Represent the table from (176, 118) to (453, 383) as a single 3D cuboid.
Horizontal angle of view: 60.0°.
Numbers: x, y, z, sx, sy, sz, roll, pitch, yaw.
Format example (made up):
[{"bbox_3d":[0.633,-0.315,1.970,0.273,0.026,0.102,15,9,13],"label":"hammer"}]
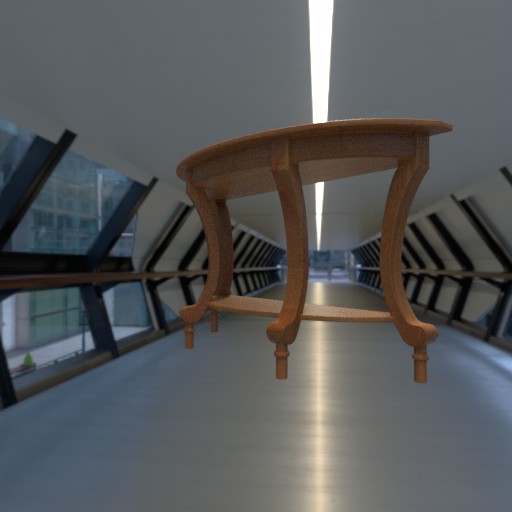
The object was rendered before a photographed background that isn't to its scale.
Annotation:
[{"bbox_3d":[0.000,0.000,1.528,0.394,0.692,1.198,0,-1,-38],"label":"table"}]
